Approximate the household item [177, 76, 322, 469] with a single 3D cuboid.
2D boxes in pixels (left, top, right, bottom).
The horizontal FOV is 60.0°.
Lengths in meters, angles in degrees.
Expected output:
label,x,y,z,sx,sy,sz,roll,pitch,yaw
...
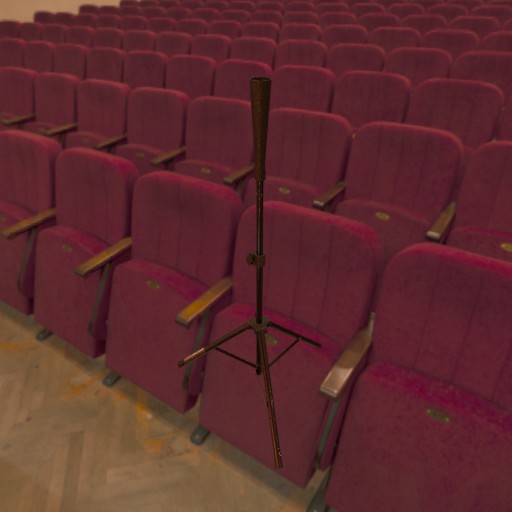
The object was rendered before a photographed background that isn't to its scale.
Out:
label,x,y,z,sx,sy,sz,roll,pitch,yaw
household item,0.000,0.000,1.386,0.559,1.067,0.559,20,37,29
